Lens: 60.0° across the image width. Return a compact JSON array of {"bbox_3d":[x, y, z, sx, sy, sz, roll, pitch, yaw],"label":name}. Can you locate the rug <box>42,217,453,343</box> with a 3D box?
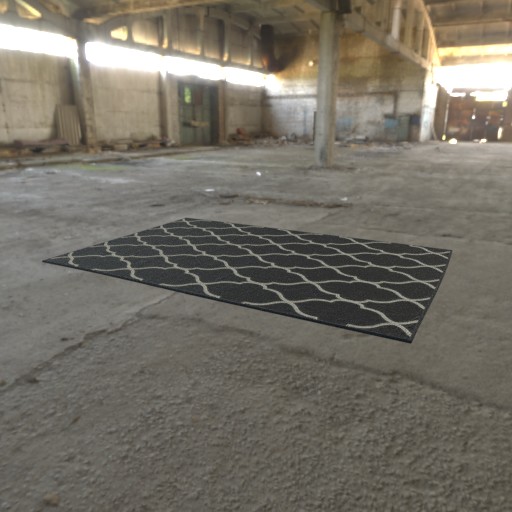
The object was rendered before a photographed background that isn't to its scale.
[{"bbox_3d":[0.000,0.000,2.944,2.290,0.014,1.526,9,19,27],"label":"rug"}]
